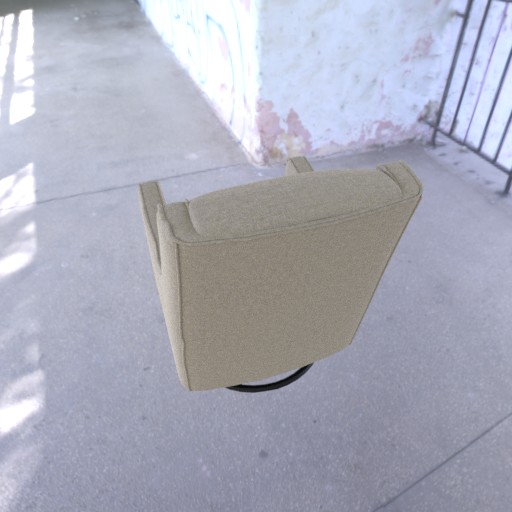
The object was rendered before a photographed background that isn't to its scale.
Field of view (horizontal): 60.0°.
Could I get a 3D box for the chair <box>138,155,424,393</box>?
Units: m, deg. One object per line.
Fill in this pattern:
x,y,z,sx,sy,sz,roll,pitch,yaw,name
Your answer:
0.000,0.000,1.641,0.732,0.993,0.879,-13,43,-14,chair
